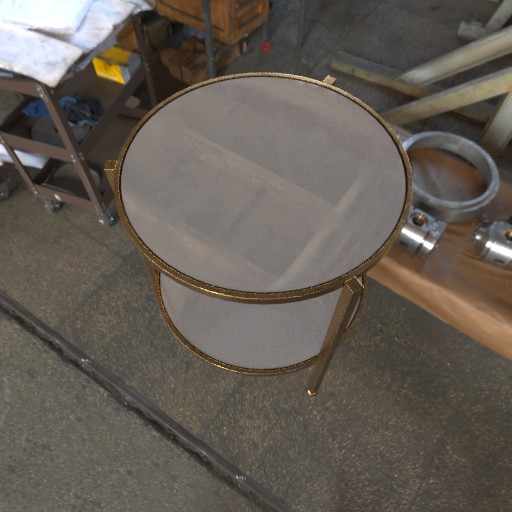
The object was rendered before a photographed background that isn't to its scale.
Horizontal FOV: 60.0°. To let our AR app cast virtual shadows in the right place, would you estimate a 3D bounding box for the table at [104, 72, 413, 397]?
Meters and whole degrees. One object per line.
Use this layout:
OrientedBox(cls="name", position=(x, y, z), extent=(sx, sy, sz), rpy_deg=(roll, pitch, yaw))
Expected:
OrientedBox(cls="table", position=(0.000, 0.000, 0.462), extent=(0.243, 0.269, 0.231), rpy_deg=(0, 58, 0))
